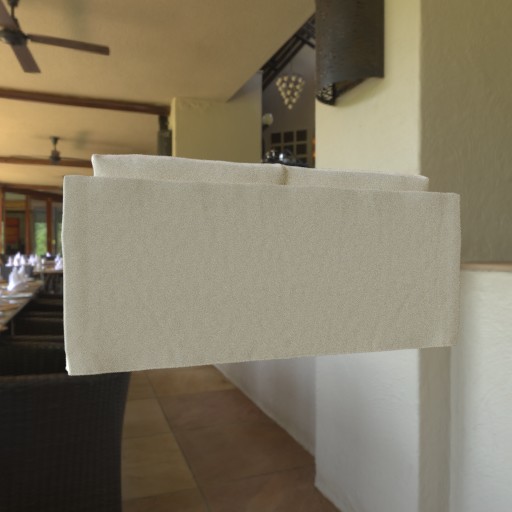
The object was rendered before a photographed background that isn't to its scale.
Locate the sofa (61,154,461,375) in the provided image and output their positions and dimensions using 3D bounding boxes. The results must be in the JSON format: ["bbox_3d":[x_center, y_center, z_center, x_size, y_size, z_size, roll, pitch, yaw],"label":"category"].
[{"bbox_3d":[0.000,0.000,2.253,1.746,0.834,0.962,0,1,-18],"label":"sofa"}]
